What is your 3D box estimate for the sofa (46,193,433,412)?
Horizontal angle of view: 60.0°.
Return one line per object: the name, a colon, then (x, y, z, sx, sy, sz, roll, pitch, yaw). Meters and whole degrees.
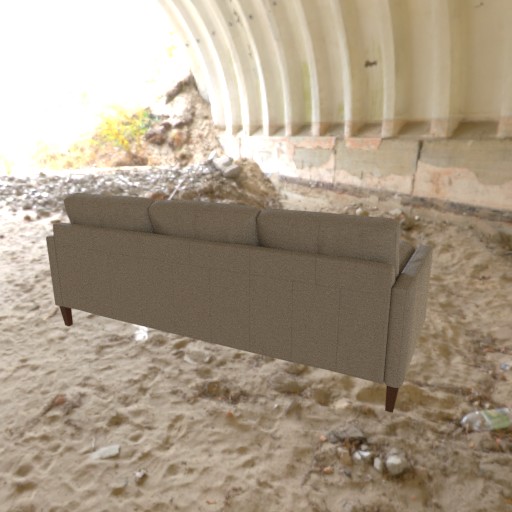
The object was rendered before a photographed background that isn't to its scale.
sofa: (0.000, 0.000, 2.953, 2.178, 0.875, 1.506, 8, 17, 26)
